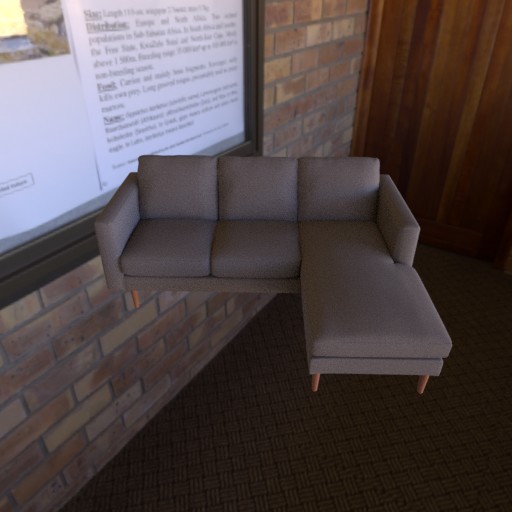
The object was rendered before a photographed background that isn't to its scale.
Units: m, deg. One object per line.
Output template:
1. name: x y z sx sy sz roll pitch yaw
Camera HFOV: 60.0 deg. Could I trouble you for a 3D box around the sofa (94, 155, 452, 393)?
1. sofa: 0.000 0.000 2.906 2.031 0.897 1.591 1 32 1
